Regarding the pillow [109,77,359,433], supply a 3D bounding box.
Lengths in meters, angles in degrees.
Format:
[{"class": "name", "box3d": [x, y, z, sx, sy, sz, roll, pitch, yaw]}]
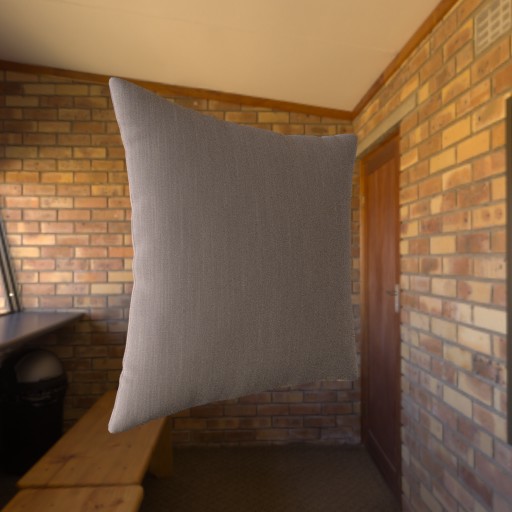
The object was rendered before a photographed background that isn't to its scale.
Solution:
[{"class": "pillow", "box3d": [0.000, 0.000, 0.775, 0.511, 0.509, 0.161, 0, -1, -35]}]
